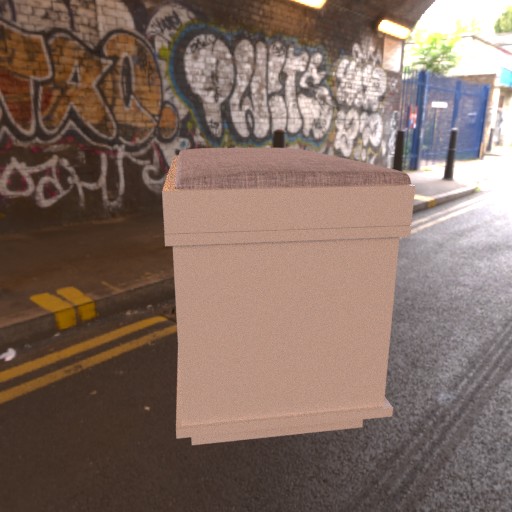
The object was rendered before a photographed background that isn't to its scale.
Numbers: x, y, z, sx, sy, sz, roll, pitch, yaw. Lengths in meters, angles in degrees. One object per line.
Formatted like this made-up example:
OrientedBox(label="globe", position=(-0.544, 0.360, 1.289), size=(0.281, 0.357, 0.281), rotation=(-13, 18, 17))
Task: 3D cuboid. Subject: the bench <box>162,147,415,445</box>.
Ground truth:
OrientedBox(label="bench", position=(0.000, 0.000, 1.004), size=(0.362, 0.461, 0.734), rotation=(-3, 16, -9))
